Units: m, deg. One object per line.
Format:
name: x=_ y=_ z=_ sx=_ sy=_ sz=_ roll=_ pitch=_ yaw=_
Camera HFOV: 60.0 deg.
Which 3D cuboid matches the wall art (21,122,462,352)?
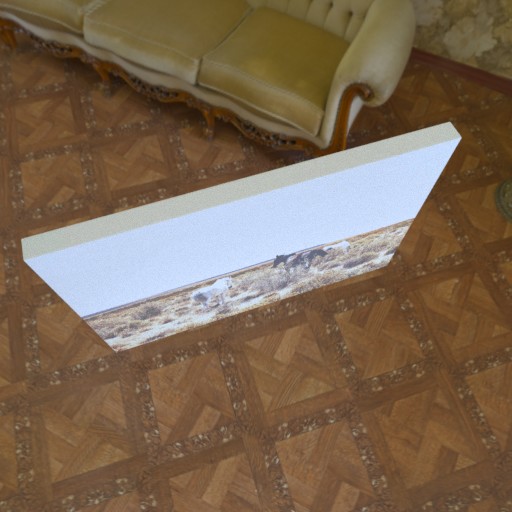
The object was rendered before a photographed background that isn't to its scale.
wall art: x=0.000 y=0.000 z=1.158 sx=0.914 sy=0.610 sz=0.050 roll=-17 pitch=63 yaw=-9
